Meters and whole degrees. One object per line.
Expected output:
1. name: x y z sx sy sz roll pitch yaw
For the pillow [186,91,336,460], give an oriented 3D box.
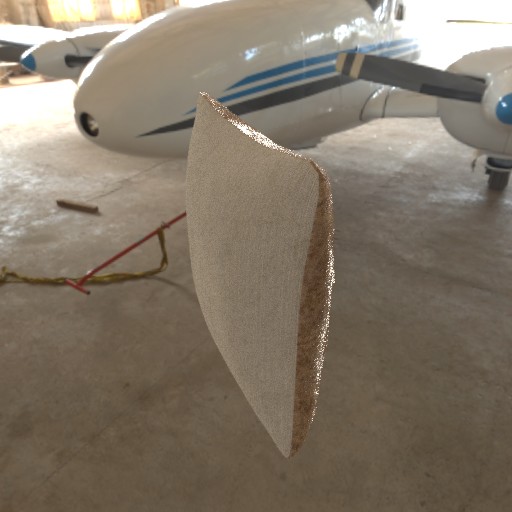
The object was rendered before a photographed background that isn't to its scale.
1. pillow: 0.000 0.000 0.845 0.216 0.525 0.538 -10 31 -17
